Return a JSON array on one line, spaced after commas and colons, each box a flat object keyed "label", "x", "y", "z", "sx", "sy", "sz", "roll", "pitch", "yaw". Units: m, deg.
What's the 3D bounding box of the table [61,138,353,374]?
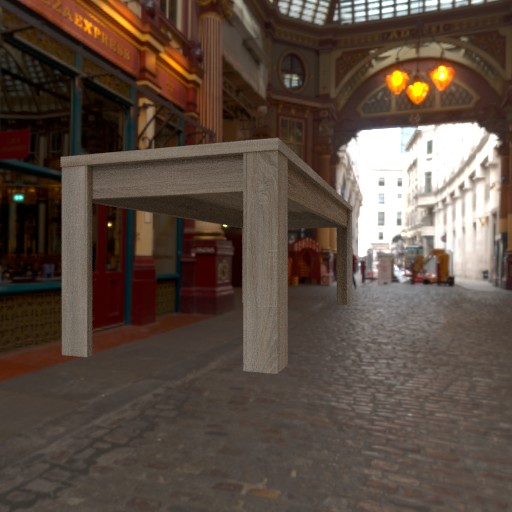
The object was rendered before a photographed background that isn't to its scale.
[{"label": "table", "x": 0.000, "y": 0.000, "z": 2.665, "sx": 0.900, "sy": 0.790, "sz": 2.200, "roll": 0, "pitch": 0, "yaw": 19}]
